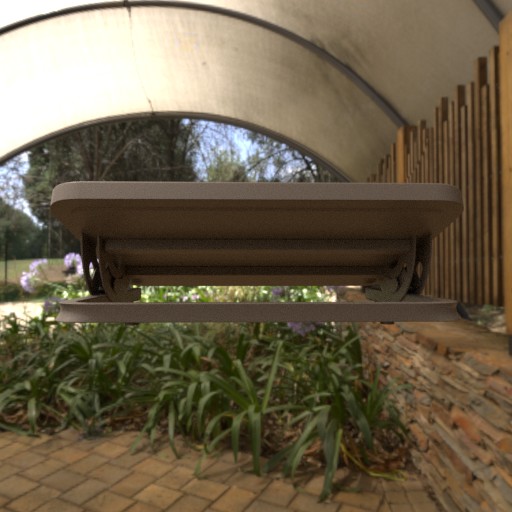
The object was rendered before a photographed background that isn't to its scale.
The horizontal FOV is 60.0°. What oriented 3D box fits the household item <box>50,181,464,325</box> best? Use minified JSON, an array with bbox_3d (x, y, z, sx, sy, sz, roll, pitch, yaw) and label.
[{"bbox_3d":[0.000,0.000,0.533,0.390,0.126,0.301,0,-1,-2],"label":"household item"}]
